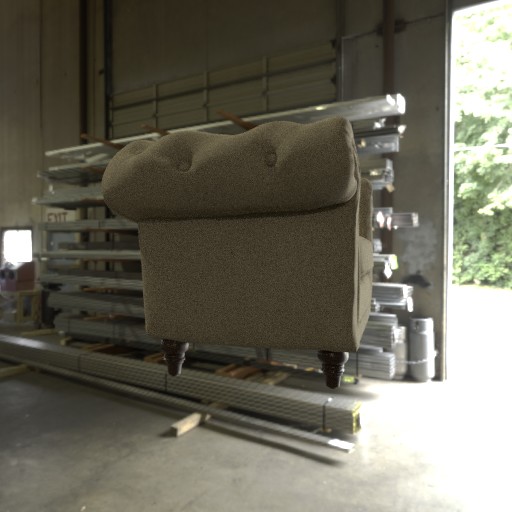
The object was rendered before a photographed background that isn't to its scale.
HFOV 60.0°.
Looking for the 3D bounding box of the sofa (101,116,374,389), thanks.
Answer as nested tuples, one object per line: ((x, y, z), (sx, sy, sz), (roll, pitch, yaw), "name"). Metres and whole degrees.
((0.000, 0.000, 2.034), (1.034, 0.878, 1.405), (0, 1, 17), "sofa")
